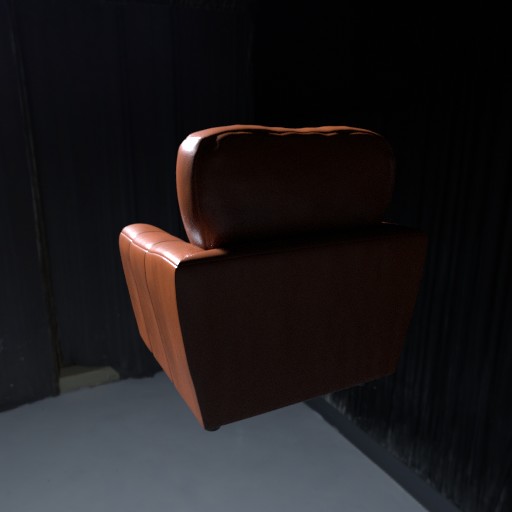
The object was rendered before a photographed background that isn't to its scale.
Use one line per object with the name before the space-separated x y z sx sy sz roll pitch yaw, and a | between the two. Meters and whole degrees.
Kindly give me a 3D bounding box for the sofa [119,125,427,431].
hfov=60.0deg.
sofa | 0.000 0.000 1.570 0.836 0.876 0.789 -7 17 -26
